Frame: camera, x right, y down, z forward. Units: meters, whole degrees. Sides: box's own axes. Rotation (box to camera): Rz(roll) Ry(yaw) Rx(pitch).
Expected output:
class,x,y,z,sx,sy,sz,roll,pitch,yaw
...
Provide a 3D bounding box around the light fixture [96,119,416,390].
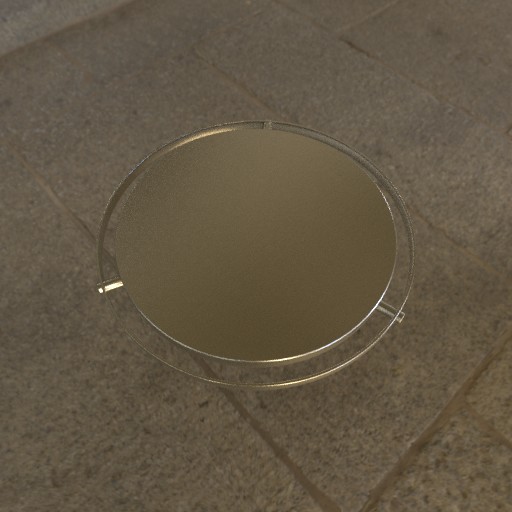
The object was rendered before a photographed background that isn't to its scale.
class,x,y,z,sx,sy,sz,roll,pitch,yaw
light fixture,0.000,0.000,0.559,0.361,0.130,0.361,0,58,0
